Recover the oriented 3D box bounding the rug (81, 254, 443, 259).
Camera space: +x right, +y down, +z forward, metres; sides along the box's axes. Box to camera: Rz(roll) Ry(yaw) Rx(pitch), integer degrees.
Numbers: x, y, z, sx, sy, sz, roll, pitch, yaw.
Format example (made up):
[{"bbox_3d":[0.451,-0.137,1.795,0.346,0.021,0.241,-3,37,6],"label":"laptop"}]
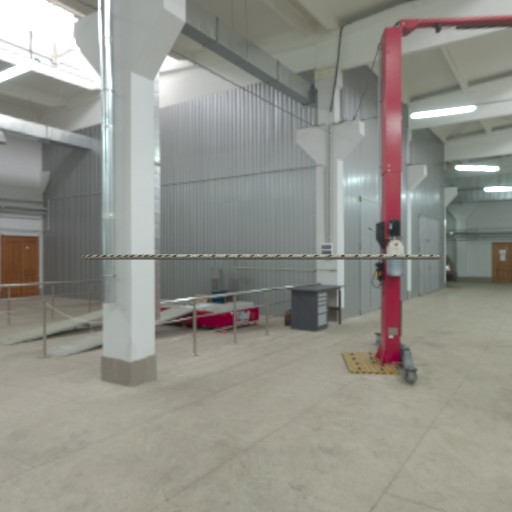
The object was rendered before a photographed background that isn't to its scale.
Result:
[{"bbox_3d":[0.000,0.000,3.068,1.539,0.023,2.406,0,0,-2],"label":"rug"}]
